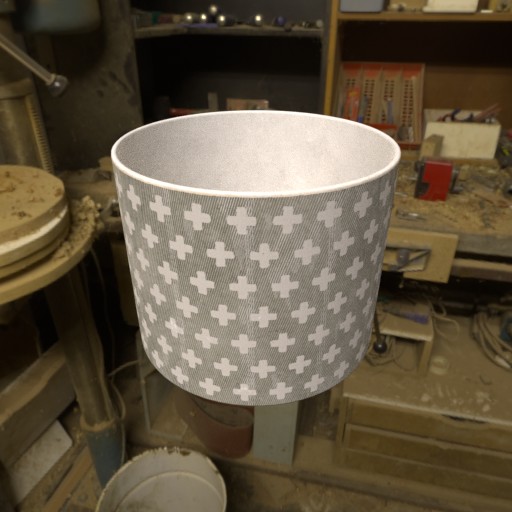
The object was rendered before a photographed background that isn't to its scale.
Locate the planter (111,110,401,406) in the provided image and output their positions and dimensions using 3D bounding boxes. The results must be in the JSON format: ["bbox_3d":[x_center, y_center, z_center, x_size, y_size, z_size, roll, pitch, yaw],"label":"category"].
[{"bbox_3d":[0.000,0.000,0.346,0.190,0.181,0.190,0,30,0],"label":"planter"}]
